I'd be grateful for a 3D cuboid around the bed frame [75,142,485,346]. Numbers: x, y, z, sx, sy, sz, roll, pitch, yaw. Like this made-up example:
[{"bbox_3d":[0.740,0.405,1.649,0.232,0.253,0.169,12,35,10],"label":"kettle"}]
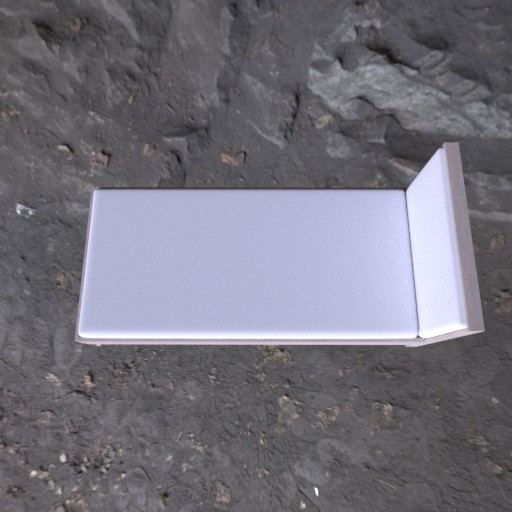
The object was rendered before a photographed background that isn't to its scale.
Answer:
[{"bbox_3d":[0.000,0.000,2.649,2.140,0.920,0.990,0,74,0],"label":"bed frame"}]
